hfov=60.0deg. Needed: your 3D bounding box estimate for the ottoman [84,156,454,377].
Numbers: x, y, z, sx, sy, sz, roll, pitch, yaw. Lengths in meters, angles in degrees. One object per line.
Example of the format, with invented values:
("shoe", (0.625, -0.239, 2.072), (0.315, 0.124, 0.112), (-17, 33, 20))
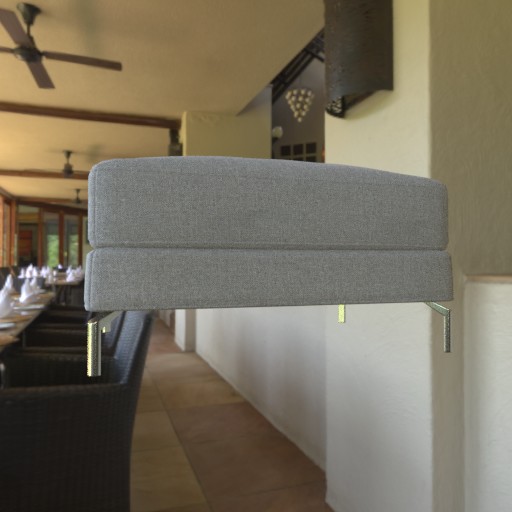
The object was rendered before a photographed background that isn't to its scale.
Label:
("ottoman", (0.000, 0.000, 1.199), (0.838, 0.457, 0.584), (0, -1, -16))
